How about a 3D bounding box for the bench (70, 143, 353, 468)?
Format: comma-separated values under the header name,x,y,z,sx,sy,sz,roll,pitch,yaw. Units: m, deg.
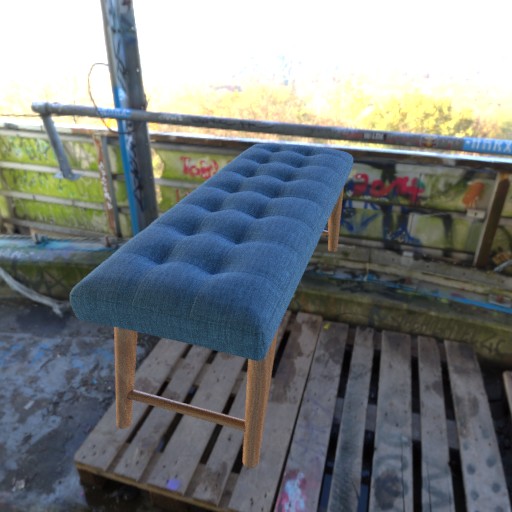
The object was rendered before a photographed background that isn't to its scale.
name,x,y,z,sx,sy,sz,roll,pitch,yaw
bench,0.000,0.000,1.349,0.406,0.432,1.118,9,30,16
